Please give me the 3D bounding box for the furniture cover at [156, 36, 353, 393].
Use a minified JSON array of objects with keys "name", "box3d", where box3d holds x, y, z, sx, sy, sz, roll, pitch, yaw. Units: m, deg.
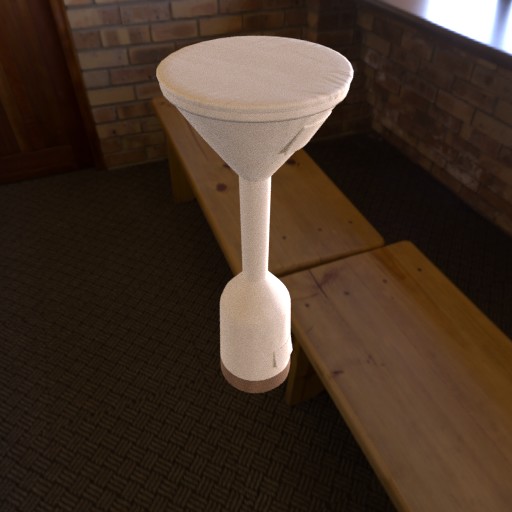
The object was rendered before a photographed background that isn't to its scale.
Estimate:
[{"name":"furniture cover","box3d":[0.000,0.000,2.881,0.914,2.413,0.914,26,49,26]}]
